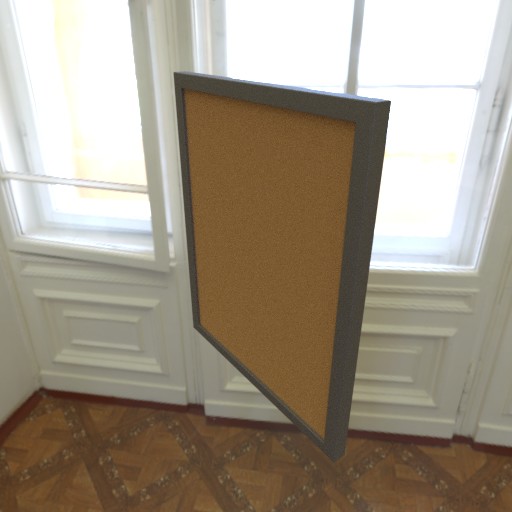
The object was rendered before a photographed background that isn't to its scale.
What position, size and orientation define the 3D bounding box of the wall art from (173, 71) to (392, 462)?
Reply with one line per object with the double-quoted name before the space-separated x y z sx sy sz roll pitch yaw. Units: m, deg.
"wall art" 0.000 0.000 0.762 0.029 0.558 0.458 -19 33 -32
